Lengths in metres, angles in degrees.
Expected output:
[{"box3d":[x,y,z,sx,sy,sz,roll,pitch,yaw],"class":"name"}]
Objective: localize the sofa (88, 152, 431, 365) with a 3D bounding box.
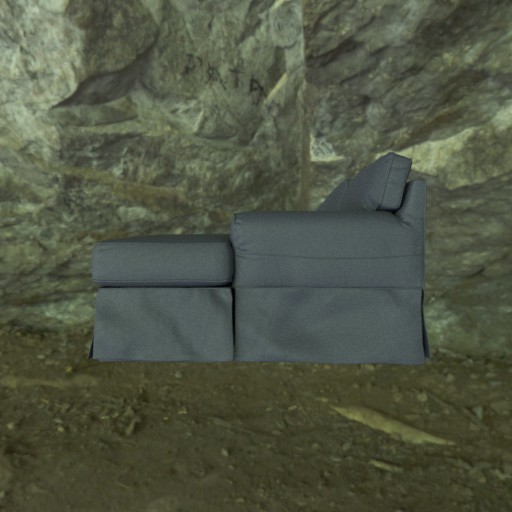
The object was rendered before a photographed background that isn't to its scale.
[{"box3d":[0.000,0.000,3.301,1.637,1.039,2.518,0,-1,-1],"class":"sofa"}]
